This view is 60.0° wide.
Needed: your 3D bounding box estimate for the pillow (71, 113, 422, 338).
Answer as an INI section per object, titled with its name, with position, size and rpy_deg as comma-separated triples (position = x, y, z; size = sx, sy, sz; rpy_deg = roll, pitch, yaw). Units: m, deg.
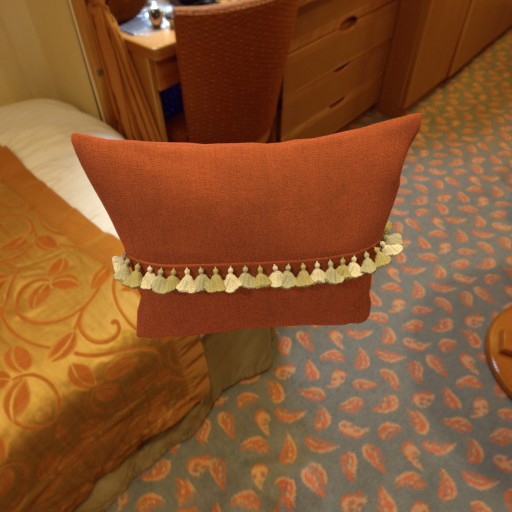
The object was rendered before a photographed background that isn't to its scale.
[pillow]
position = 0.000, 0.000, 0.748
size = 0.490, 0.482, 0.165
rpy_deg = -4, 47, -4
